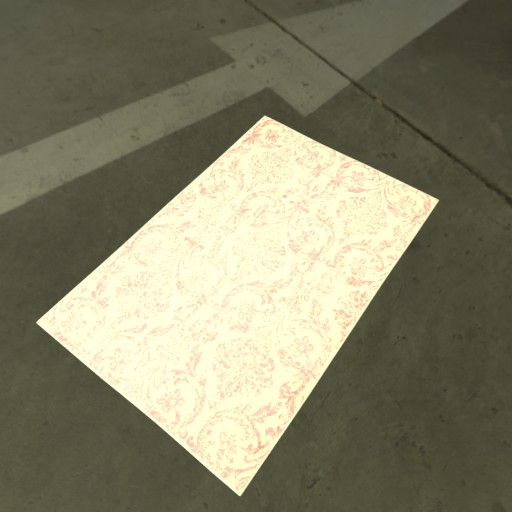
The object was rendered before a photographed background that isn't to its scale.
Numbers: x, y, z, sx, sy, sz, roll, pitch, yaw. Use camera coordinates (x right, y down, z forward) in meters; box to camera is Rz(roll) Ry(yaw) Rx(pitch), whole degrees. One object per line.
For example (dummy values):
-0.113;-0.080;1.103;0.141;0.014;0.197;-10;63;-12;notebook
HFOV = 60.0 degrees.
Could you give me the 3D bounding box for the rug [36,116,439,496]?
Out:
0.000;0.000;3.429;1.819;0.018;2.746;32;62;19;rug
